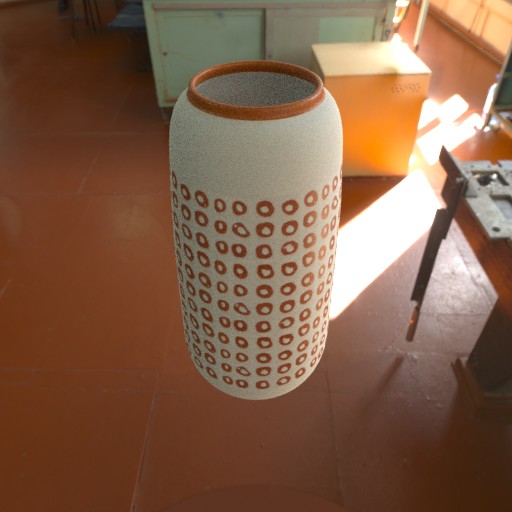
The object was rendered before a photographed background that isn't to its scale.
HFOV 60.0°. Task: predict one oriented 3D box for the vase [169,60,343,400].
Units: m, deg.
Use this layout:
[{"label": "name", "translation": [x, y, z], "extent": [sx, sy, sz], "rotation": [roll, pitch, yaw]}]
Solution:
[{"label": "vase", "translation": [0.000, 0.000, 0.362], "extent": [0.133, 0.282, 0.133], "rotation": [0, 41, 0]}]
